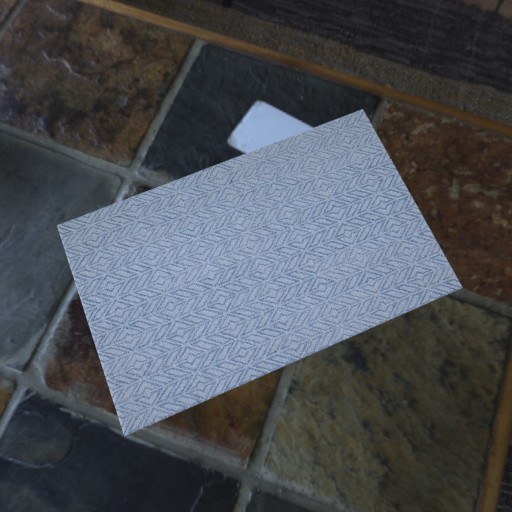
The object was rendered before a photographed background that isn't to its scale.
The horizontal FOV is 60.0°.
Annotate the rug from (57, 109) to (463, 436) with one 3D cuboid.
[{"bbox_3d":[0.000,0.000,3.109,2.441,0.008,1.526,-22,76,-6],"label":"rug"}]
